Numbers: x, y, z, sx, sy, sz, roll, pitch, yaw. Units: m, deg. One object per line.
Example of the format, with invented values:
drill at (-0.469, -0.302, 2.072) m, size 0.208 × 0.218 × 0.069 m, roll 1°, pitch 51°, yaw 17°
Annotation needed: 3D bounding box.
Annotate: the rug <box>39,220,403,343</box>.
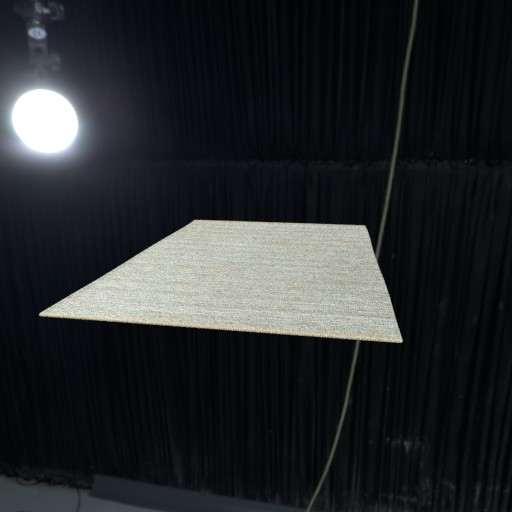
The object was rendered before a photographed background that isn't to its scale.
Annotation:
rug at (0.000, 0.000, 2.327) m, size 1.240 × 0.010 × 1.824 m, roll 3°, pitch 15°, yaw 9°
